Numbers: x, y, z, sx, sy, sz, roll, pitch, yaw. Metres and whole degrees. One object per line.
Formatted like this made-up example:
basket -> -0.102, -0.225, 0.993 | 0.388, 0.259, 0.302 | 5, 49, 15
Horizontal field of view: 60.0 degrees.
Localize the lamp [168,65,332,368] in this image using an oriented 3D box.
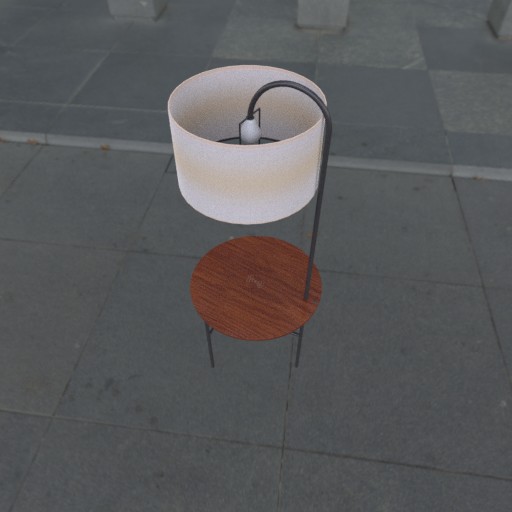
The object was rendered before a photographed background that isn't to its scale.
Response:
lamp -> 0.000, 0.000, 1.809 | 0.573, 1.517, 0.573 | 0, 48, 0
